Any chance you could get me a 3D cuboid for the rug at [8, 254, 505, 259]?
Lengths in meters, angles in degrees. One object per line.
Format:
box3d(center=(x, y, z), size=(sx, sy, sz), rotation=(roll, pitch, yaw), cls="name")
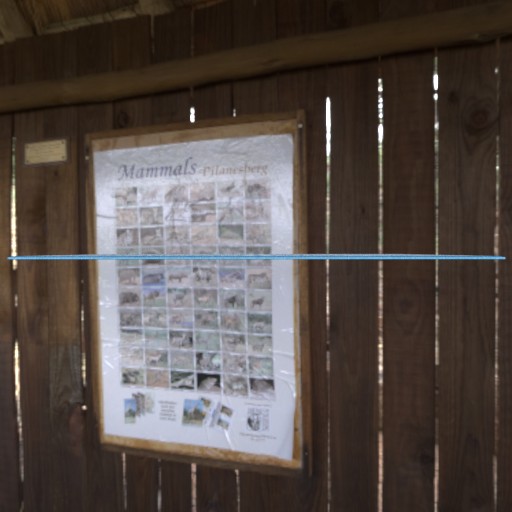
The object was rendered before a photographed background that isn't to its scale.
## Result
box3d(center=(0.000, 0.000, 3.376), size=(2.769, 0.018, 1.830), rotation=(0, 1, -1), cls="rug")
